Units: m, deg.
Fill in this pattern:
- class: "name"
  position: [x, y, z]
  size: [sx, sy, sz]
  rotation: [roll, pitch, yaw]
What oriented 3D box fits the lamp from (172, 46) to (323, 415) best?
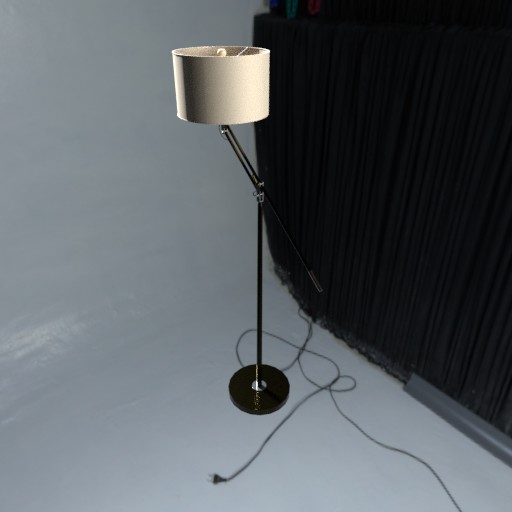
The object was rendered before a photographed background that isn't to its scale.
- class: "lamp"
  position: [0.000, 0.000, 1.963]
  size: [0.373, 1.635, 0.809]
  rotation: [-21, 36, -32]
